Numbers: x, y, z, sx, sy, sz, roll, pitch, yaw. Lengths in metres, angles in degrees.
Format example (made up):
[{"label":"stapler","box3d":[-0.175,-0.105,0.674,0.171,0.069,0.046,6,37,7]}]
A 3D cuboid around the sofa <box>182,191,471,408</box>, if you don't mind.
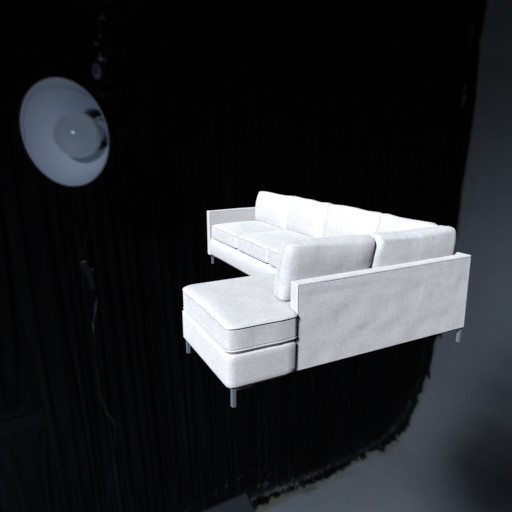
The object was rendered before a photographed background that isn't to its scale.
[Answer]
[{"label":"sofa","box3d":[0.000,0.000,4.425,2.077,0.964,3.331,-7,15,-26]}]
